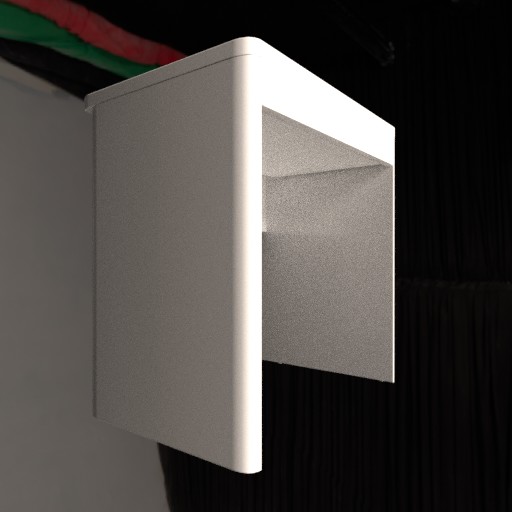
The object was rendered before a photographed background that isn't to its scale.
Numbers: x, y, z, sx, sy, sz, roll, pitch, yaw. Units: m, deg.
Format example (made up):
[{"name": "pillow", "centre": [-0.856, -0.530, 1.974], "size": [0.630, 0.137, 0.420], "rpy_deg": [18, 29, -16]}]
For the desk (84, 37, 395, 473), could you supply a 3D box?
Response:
[{"name": "desk", "centre": [0.000, 0.000, 1.262], "size": [0.549, 0.800, 0.762], "rpy_deg": [0, 0, 37]}]
